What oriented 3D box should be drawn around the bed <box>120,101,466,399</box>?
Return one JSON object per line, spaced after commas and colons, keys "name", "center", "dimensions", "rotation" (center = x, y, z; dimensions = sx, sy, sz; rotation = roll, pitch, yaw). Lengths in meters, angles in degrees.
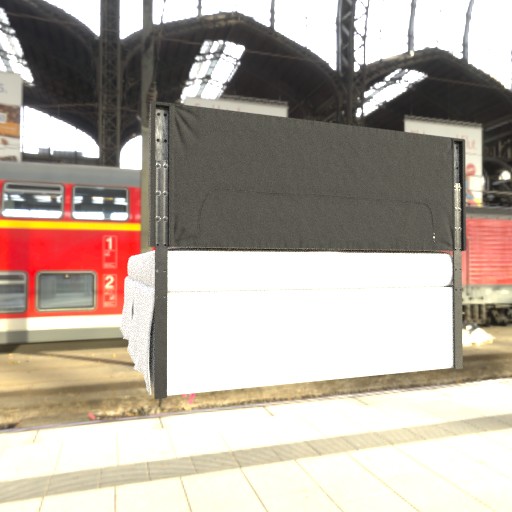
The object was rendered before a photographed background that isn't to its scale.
{"name": "bed", "center": [0.000, 0.000, 2.911], "dimensions": [1.621, 1.168, 1.958], "rotation": [0, -1, -20]}
